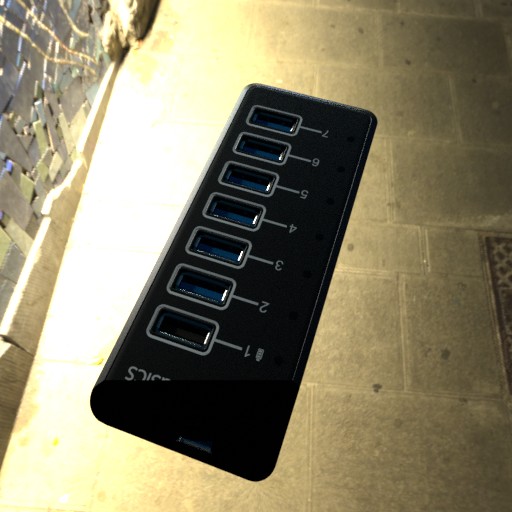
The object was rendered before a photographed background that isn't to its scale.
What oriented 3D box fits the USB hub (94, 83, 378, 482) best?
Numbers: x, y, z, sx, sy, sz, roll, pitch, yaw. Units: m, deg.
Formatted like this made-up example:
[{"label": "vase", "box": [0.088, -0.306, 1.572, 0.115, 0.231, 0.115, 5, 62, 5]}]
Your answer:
[{"label": "USB hub", "box": [0.000, 0.000, 0.127, 0.044, 0.023, 0.110, 17, 64, 9]}]
